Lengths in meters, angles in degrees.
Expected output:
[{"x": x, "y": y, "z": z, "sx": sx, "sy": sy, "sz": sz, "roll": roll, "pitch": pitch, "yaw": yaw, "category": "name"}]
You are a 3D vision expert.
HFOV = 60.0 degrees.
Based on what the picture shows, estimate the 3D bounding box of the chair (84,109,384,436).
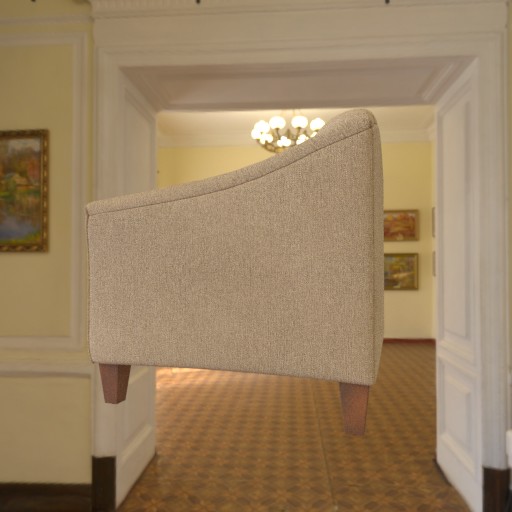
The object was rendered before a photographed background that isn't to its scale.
[{"x": 0.000, "y": 0.000, "z": 1.446, "sx": 0.787, "sy": 0.839, "sz": 0.763, "roll": 0, "pitch": -1, "yaw": 17, "category": "chair"}]
